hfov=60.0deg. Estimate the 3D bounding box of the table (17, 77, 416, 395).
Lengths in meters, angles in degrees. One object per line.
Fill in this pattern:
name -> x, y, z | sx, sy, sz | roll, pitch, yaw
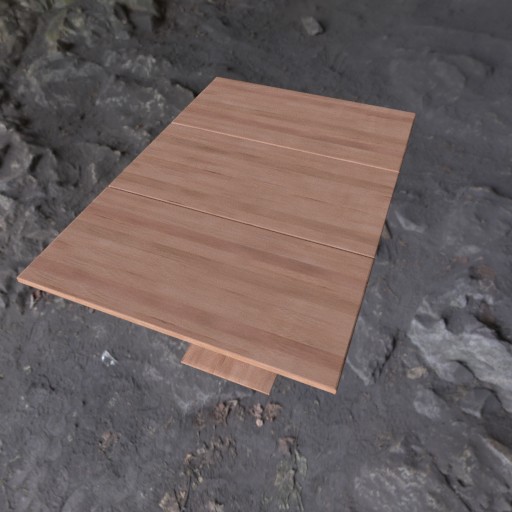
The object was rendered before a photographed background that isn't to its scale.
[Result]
table -> 0.000, 0.000, 1.794 | 0.900, 0.770, 1.300 | 16, 49, 14
